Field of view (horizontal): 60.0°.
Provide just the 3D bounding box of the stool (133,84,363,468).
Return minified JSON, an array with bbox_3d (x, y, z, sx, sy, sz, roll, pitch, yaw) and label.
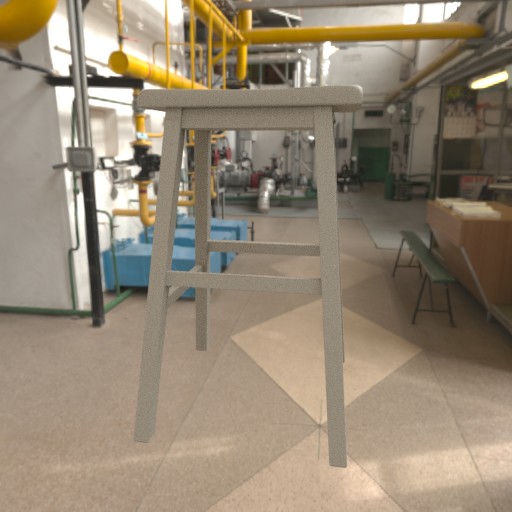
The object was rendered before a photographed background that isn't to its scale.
[{"bbox_3d":[0.000,0.000,1.062,0.457,0.737,0.476,3,15,10],"label":"stool"}]
